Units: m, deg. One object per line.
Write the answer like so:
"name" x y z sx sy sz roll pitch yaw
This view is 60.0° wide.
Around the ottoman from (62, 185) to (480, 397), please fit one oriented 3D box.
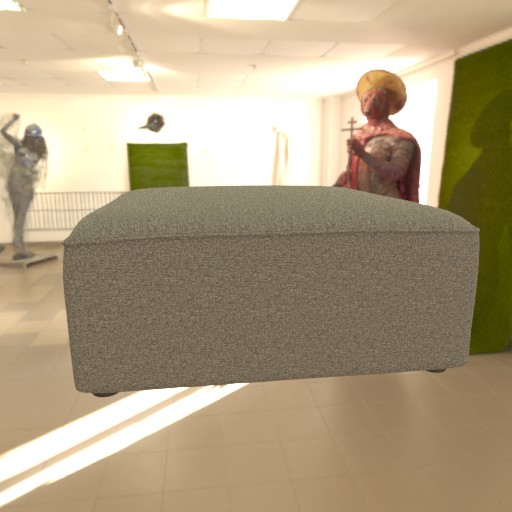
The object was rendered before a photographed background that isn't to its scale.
"ottoman" 0.000 0.000 1.538 1.015 0.464 1.005 -2 13 -8
